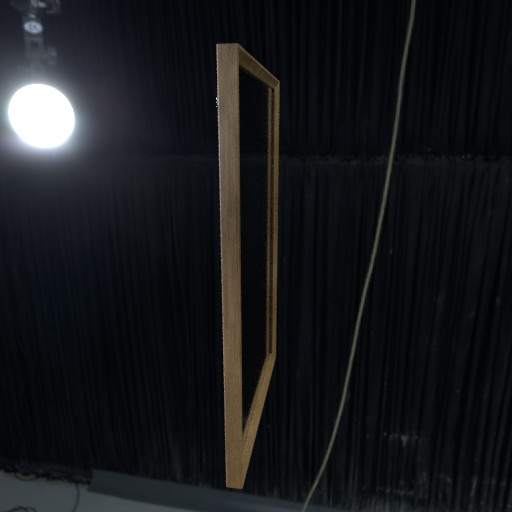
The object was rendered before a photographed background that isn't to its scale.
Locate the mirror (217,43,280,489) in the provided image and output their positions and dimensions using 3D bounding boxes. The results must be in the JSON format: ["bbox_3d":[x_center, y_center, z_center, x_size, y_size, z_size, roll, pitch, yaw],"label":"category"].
[{"bbox_3d":[0.000,0.000,1.161,0.041,0.915,0.609,3,16,9],"label":"mirror"}]
